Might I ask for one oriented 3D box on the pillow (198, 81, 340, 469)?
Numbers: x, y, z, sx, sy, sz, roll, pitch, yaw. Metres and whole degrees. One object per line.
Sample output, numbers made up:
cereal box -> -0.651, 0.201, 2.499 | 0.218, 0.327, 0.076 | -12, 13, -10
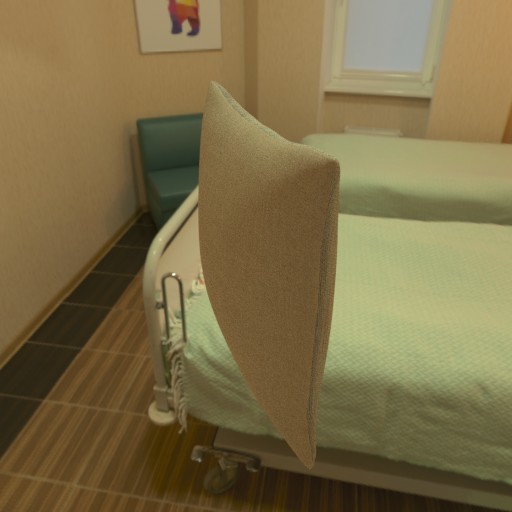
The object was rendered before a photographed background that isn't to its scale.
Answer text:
pillow -> 0.000, 0.000, 0.777 | 0.178, 0.506, 0.512 | -10, 32, -16
